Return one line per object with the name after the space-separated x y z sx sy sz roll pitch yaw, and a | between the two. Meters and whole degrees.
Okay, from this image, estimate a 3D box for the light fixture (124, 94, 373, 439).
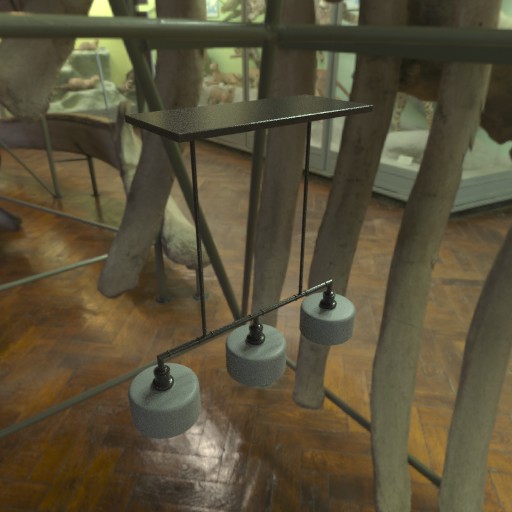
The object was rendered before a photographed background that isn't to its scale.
0.000 0.000 0.877 0.582 0.557 0.177 -19 33 -33 | light fixture
